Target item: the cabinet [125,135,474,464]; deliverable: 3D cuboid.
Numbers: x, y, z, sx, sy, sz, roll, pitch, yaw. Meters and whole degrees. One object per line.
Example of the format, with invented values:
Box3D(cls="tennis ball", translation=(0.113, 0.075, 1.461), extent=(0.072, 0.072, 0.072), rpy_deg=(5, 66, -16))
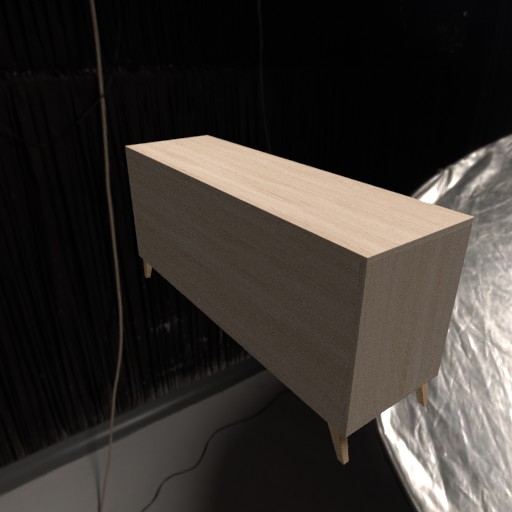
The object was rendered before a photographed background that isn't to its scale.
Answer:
Box3D(cls="cabinet", translation=(0.000, 0.000, 2.033), extent=(0.500, 0.780, 1.649), rpy_deg=(-18, 31, -32))
